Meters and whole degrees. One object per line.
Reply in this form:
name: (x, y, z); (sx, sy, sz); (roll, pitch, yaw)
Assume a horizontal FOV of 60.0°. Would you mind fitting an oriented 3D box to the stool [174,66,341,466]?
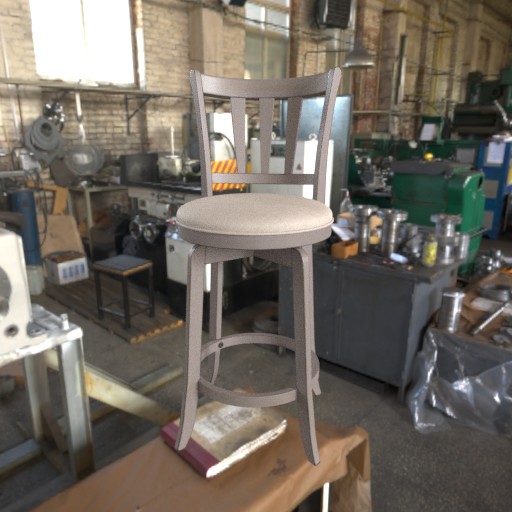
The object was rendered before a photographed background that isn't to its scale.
stool: (0.000, 0.000, 1.253); (0.436, 1.023, 0.475); (2, 16, 8)
